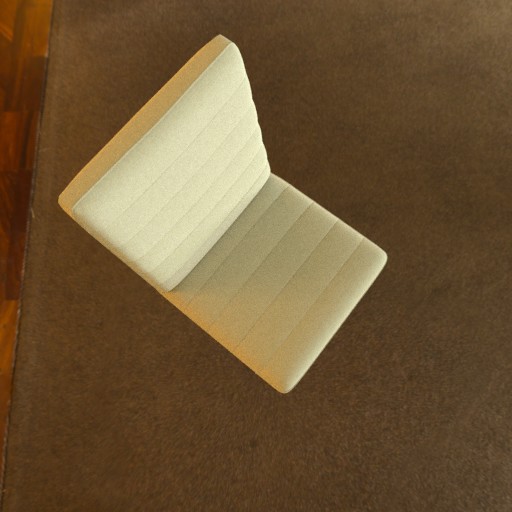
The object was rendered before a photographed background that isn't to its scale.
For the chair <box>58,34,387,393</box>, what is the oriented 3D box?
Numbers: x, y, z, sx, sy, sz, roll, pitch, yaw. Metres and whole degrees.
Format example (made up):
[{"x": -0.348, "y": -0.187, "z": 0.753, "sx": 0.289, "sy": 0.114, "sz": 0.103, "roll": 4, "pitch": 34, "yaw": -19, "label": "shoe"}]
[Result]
[{"x": 0.000, "y": 0.000, "z": 1.305, "sx": 0.634, "sy": 0.930, "sz": 0.520, "roll": 38, "pitch": 78, "yaw": 9, "label": "chair"}]
